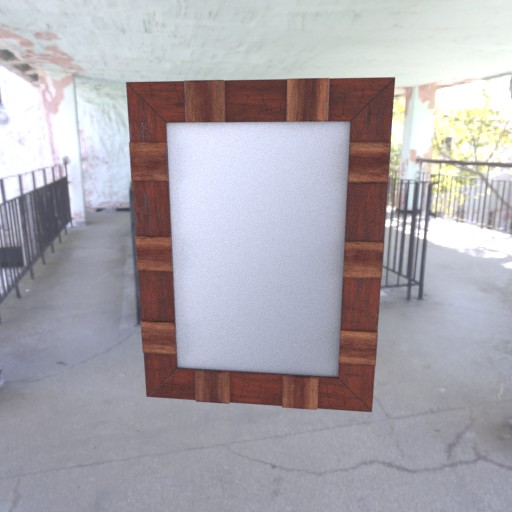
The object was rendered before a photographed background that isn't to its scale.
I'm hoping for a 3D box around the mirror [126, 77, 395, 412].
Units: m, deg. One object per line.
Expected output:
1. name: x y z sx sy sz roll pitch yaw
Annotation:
1. mirror: 0.000 0.000 1.080 0.600 0.805 0.021 2 14 7
